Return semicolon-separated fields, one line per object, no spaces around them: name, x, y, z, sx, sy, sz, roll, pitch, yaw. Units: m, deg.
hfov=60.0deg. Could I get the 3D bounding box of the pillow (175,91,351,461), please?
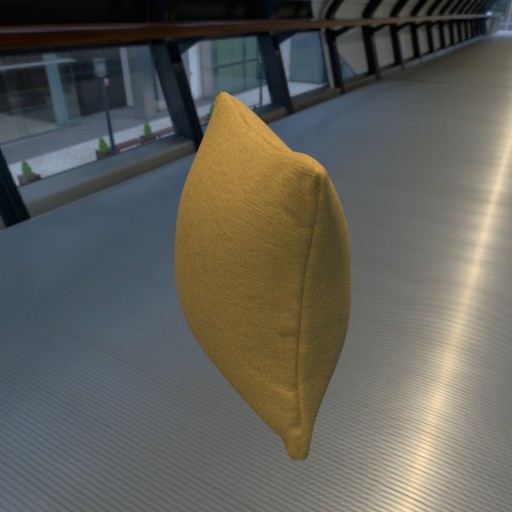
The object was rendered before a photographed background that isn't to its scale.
pillow;0.000;0.000;0.680;0.247;0.417;0.435;-8;31;-14
